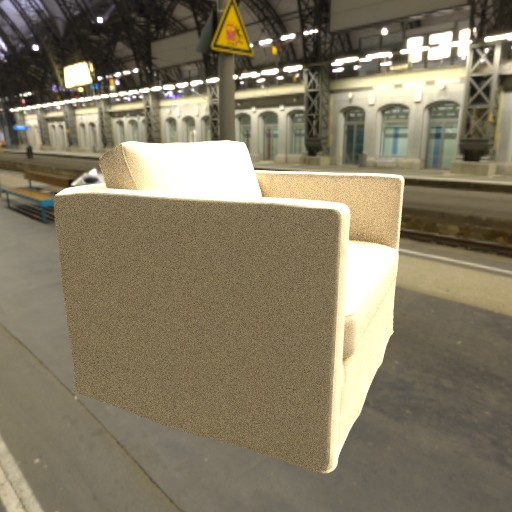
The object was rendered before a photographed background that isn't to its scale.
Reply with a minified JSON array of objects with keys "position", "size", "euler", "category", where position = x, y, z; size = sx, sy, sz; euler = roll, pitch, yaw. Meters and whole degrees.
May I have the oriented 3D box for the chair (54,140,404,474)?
[{"position":[0.000,0.000,1.690],"size":[0.947,0.851,1.057],"euler":[7,16,25],"category":"chair"}]
